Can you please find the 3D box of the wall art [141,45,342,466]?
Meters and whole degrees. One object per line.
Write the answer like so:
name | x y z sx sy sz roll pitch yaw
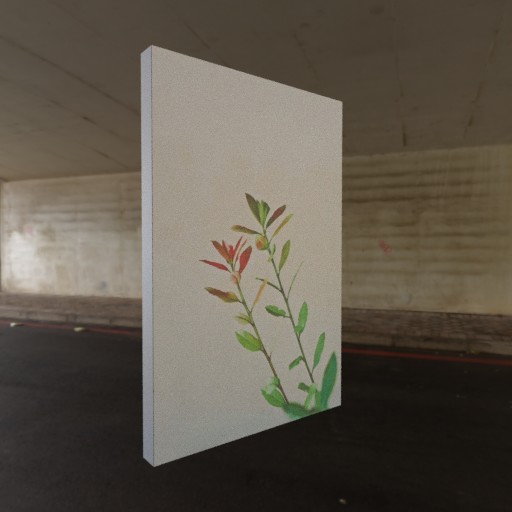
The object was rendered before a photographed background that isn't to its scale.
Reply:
wall art | 0.000 0.000 0.781 0.408 0.611 0.038 -1 2 -38
